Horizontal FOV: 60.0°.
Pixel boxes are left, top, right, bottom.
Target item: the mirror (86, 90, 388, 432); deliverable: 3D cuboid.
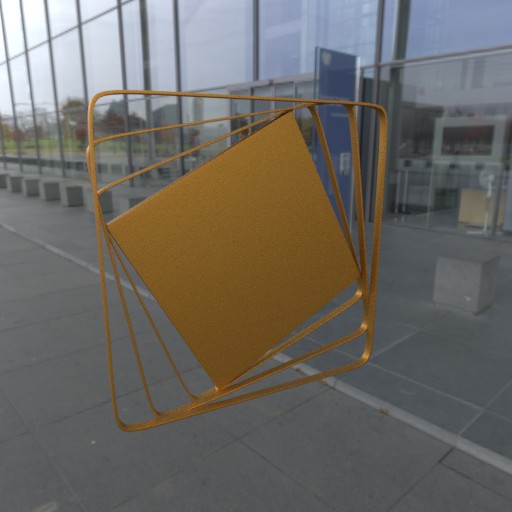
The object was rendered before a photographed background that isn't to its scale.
[{"bbox_3d":[0.000,0.000,0.688,0.470,0.468,0.045,-7,16,-27],"label":"mirror"}]
